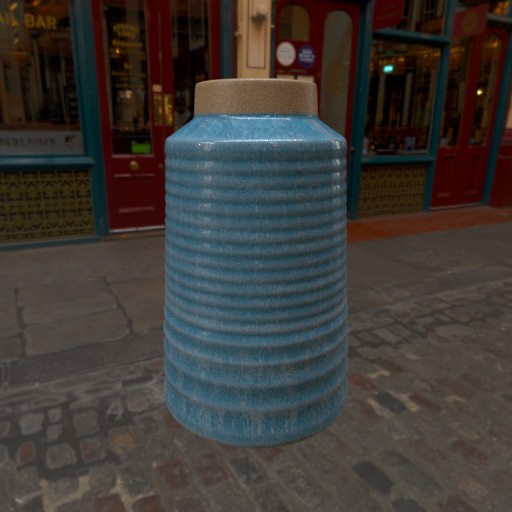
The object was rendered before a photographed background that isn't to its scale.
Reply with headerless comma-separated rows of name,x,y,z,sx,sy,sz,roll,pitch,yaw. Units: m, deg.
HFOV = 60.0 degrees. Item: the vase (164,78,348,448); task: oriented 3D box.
vase,0.000,0.000,0.369,0.163,0.267,0.163,0,16,0
